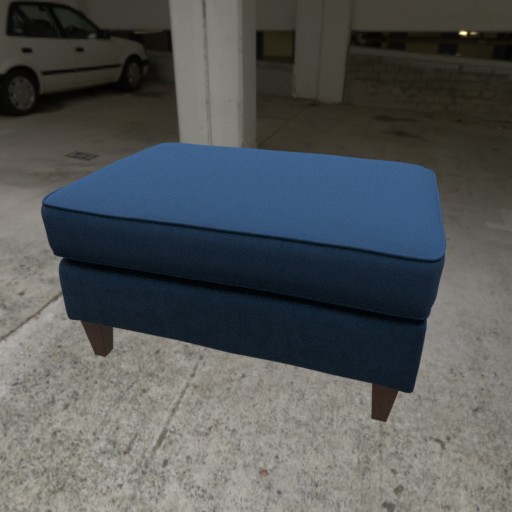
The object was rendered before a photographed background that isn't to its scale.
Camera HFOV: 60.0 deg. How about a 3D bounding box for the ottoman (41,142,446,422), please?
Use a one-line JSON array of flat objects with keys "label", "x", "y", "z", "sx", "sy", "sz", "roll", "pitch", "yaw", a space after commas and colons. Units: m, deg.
[{"label": "ottoman", "x": 0.000, "y": 0.000, "z": 1.187, "sx": 0.862, "sy": 0.484, "sz": 0.583, "roll": 8, "pitch": 29, "yaw": 15}]
